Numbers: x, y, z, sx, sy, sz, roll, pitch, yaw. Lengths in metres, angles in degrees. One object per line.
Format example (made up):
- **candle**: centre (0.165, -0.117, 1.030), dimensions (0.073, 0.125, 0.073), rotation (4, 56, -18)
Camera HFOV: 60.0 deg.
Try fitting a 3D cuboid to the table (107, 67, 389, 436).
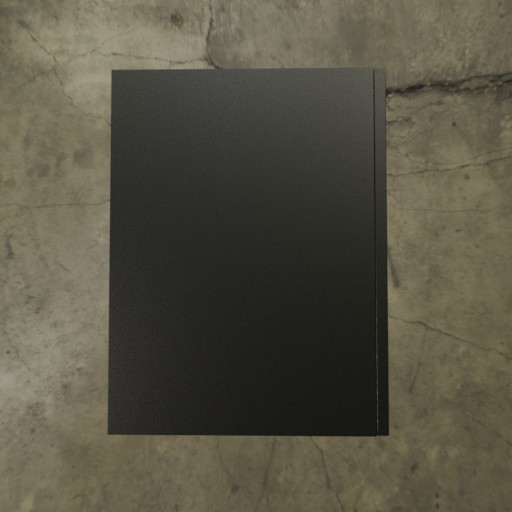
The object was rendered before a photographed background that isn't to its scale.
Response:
- **table**: centre (0.000, 0.000, 0.971), dimensions (0.441, 0.584, 0.564), rotation (0, 88, 1)
